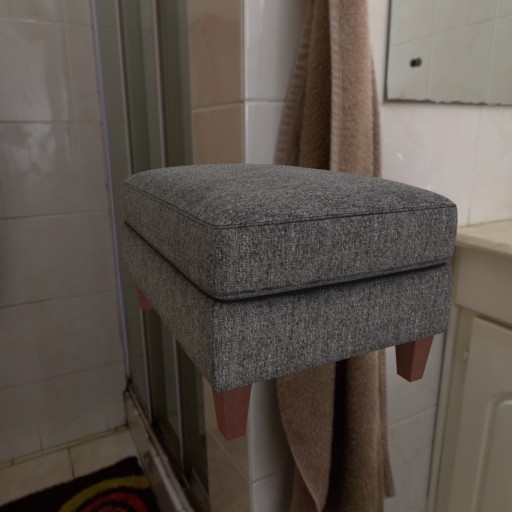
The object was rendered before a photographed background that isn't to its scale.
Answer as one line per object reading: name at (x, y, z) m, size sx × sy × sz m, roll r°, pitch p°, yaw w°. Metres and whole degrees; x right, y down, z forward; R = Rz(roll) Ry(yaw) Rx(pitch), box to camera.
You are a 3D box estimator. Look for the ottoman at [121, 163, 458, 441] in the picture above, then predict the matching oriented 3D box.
ottoman at (0.000, 0.000, 1.222) m, size 0.584 × 0.483 × 0.864 m, roll -7°, pitch 17°, yaw -25°
